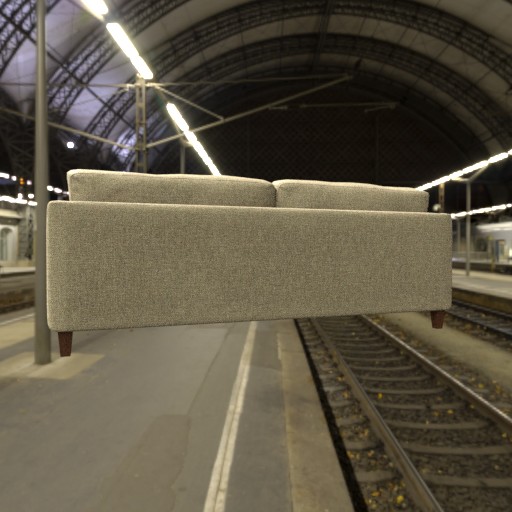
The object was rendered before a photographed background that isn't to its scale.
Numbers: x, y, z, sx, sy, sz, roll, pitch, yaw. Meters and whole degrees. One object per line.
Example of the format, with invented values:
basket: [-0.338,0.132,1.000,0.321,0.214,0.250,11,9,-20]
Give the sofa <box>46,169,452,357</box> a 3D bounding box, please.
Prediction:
sofa: [0.000,0.000,2.925,2.434,0.951,0.948,0,1,-19]
